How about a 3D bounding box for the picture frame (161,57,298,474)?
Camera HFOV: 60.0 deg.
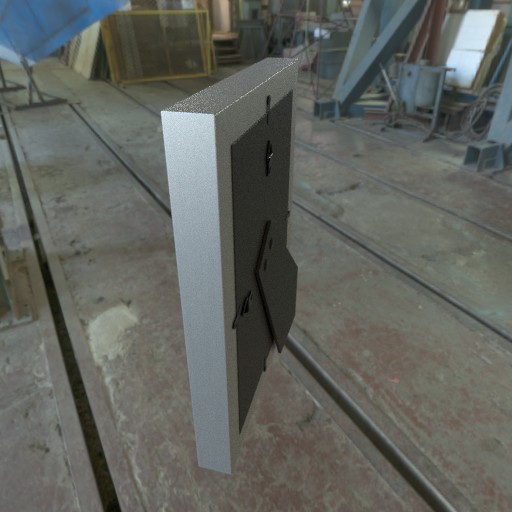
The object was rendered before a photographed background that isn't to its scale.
[{"bbox_3d":[0.000,0.000,0.275,0.028,0.208,0.157,8,32,13],"label":"picture frame"}]
